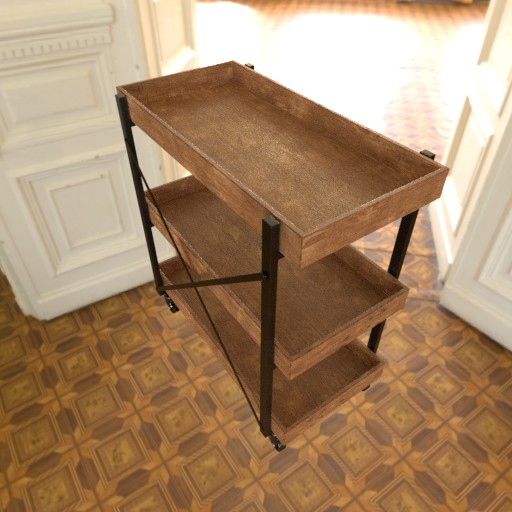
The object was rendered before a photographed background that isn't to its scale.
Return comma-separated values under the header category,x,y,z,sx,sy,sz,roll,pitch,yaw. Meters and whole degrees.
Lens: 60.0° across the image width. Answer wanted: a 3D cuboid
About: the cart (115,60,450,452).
category,x,y,z,sx,sy,sz,roll,pitch,yaw
cart,0.000,0.000,1.250,0.411,0.800,0.750,-25,47,-25
